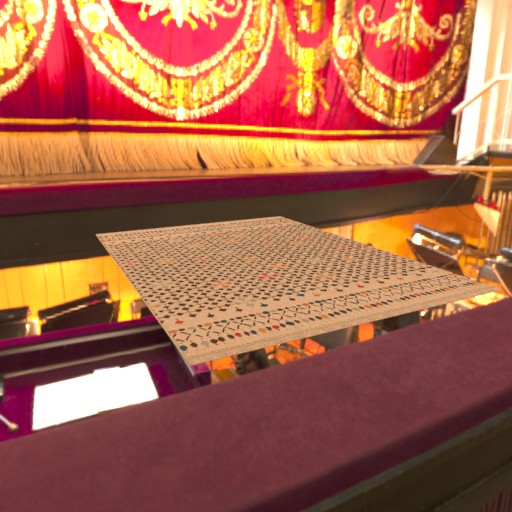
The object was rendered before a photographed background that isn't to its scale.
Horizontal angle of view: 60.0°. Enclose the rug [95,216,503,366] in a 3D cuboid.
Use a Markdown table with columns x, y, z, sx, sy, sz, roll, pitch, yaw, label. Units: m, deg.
| x | y | z | sx | sy | sz | roll | pitch | yaw | label |
| --- | --- | --- | --- | --- | --- | --- | --- | --- | --- |
| 0.000 | 0.000 | 1.970 | 1.146 | 0.006 | 1.556 | -8 | 18 | -26 | rug |
